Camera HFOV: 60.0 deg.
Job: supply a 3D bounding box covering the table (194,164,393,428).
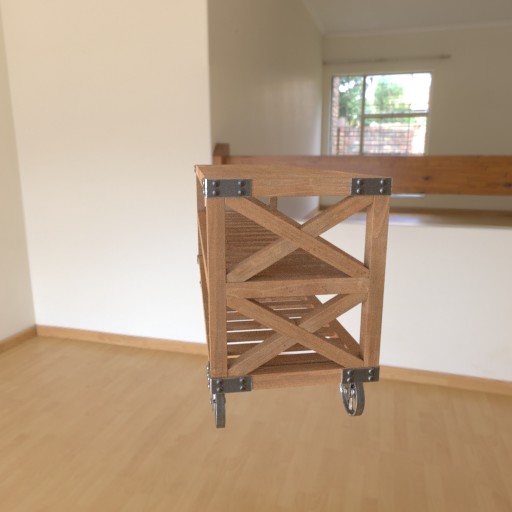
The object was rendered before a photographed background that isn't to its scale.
[{"bbox_3d":[0.000,0.000,1.836,0.467,0.711,1.487,-2,13,-8],"label":"table"}]
